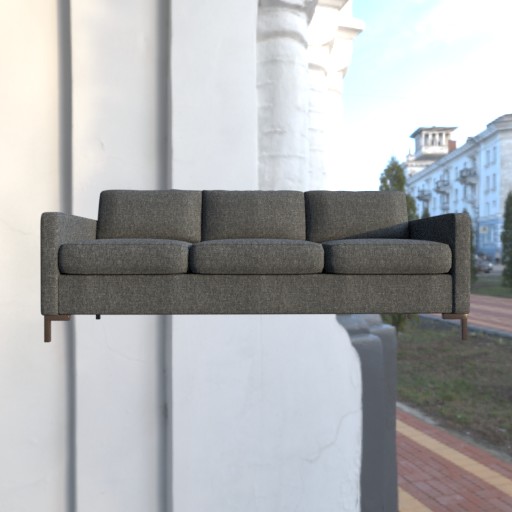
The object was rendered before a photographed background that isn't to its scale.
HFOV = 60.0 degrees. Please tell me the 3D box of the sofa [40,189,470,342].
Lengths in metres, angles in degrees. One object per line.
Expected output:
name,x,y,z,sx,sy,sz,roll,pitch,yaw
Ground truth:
sofa,0.000,0.000,2.673,2.218,0.874,0.859,0,0,-1
